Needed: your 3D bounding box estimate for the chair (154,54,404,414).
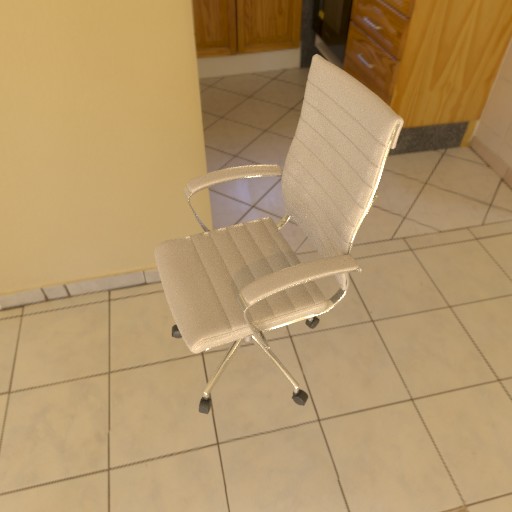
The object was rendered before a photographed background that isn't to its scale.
[{"bbox_3d":[0.000,0.000,1.565,0.667,1.149,0.679,-17,48,-16],"label":"chair"}]
